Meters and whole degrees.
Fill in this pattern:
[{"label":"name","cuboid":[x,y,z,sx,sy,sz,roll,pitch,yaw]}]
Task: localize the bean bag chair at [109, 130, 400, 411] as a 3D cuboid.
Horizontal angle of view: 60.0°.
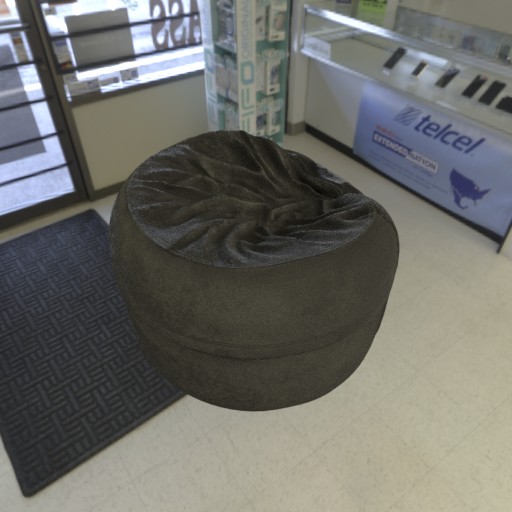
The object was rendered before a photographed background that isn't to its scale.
[{"label":"bean bag chair","cuboid":[0.000,0.000,1.502,0.918,0.605,0.918,0,41,0]}]
